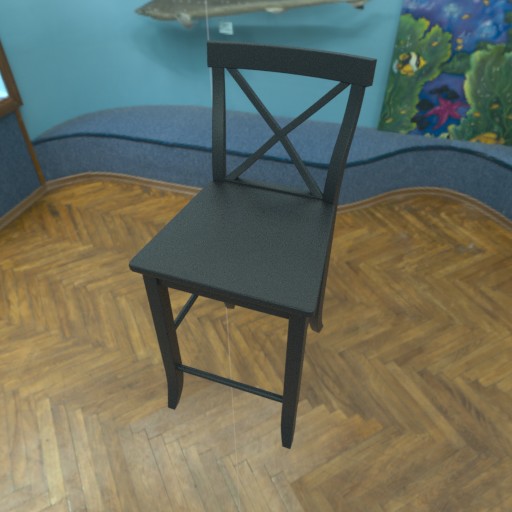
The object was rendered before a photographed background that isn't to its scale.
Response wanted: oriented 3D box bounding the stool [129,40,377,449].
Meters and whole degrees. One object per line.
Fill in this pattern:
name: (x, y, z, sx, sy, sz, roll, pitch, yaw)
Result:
stool: (0.000, 0.000, 1.270, 0.452, 0.989, 0.559, 13, 44, 14)
